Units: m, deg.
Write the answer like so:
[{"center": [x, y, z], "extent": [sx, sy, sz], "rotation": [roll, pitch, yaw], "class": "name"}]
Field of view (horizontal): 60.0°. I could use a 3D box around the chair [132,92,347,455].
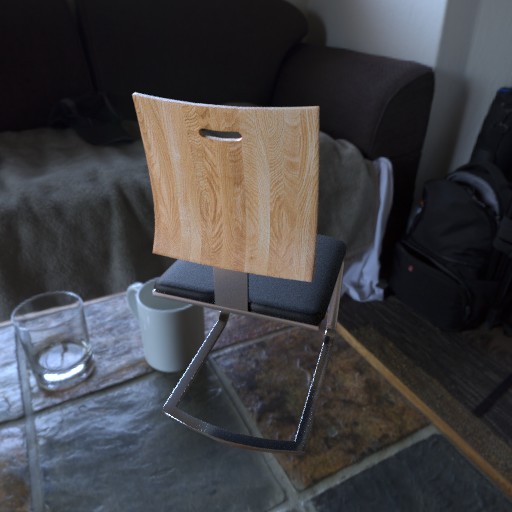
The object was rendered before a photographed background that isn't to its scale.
[{"center": [0.000, 0.000, 1.251], "extent": [0.462, 0.936, 0.560], "rotation": [10, 33, 16], "class": "chair"}]
